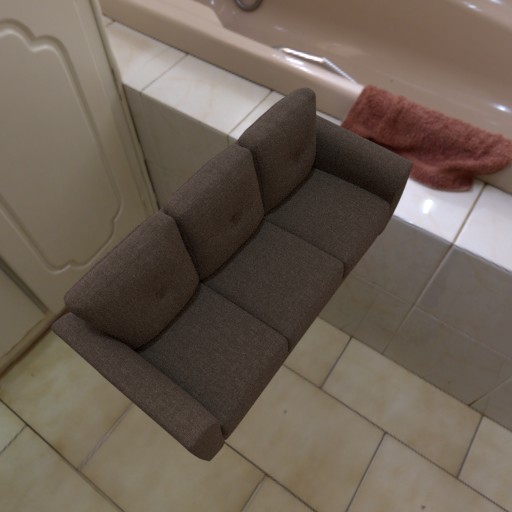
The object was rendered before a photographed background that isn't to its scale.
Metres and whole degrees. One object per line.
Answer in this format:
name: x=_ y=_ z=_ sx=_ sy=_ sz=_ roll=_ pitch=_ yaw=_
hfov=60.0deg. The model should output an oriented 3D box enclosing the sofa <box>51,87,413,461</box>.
sofa: x=0.000 y=0.000 z=2.313 sx=0.837 sy=0.891 sz=1.847 roll=32 pitch=63 yaw=19
